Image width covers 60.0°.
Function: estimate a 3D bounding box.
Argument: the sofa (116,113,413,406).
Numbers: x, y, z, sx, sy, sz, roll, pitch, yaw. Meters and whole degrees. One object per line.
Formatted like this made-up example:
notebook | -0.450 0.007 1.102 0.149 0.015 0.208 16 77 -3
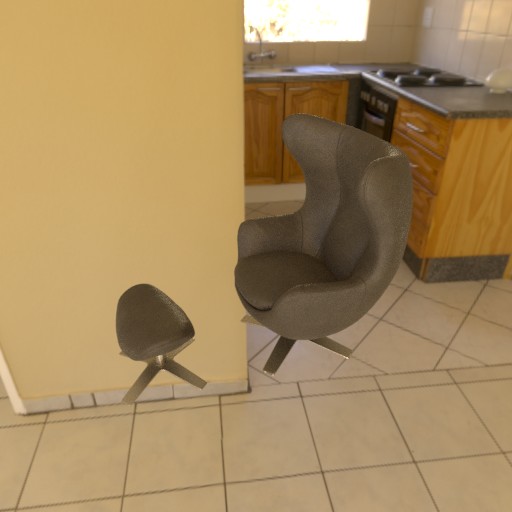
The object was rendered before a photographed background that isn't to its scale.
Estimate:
sofa | 0.000 0.000 2.150 1.444 1.135 0.894 -9 31 -14
